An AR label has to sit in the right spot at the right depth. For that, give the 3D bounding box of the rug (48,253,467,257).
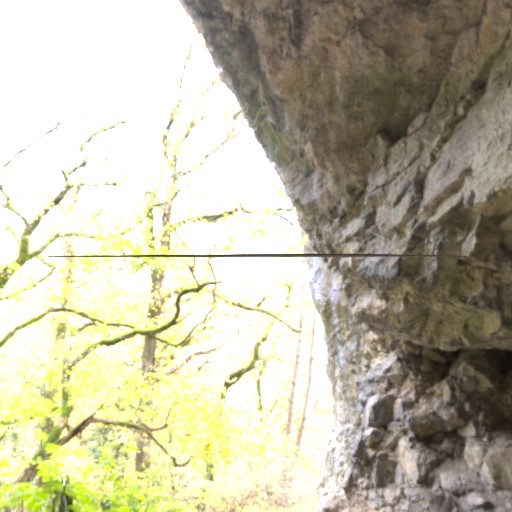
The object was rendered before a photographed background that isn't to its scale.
[{"bbox_3d":[0.000,0.000,4.349,3.365,0.020,2.452,0,0,37],"label":"rug"}]
